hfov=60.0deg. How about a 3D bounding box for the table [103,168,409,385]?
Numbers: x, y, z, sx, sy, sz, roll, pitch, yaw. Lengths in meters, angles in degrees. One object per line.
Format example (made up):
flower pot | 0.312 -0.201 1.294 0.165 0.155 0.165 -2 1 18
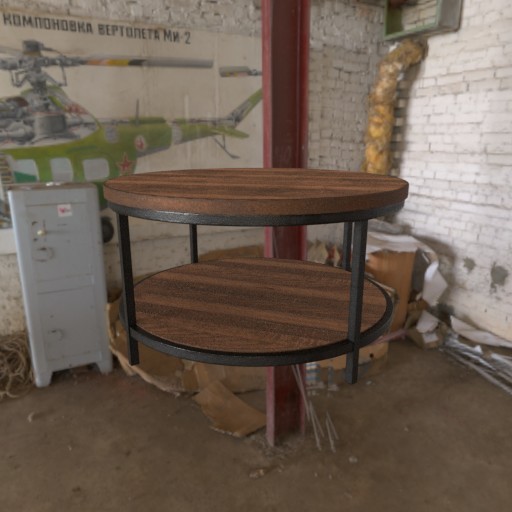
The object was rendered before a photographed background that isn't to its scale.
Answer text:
table | 0.000 0.000 1.338 0.837 0.462 0.837 0 15 0
